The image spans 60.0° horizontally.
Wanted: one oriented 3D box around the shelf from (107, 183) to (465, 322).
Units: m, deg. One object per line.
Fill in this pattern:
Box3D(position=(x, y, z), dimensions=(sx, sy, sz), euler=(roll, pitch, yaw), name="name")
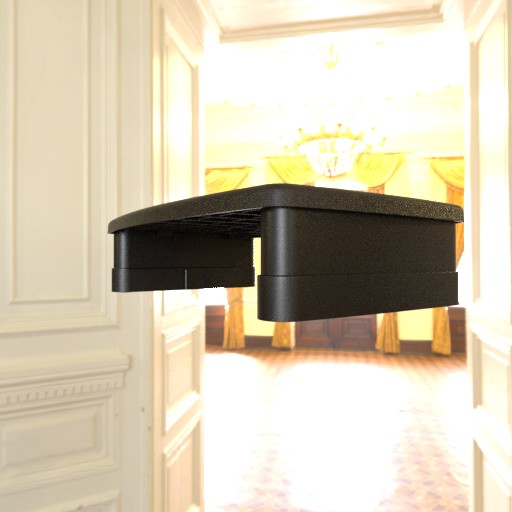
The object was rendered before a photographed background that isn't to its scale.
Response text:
Box3D(position=(0.000, 0.000, 0.534), dimensions=(0.280, 0.100, 0.410), euler=(0, -1, -35), name="shelf")
